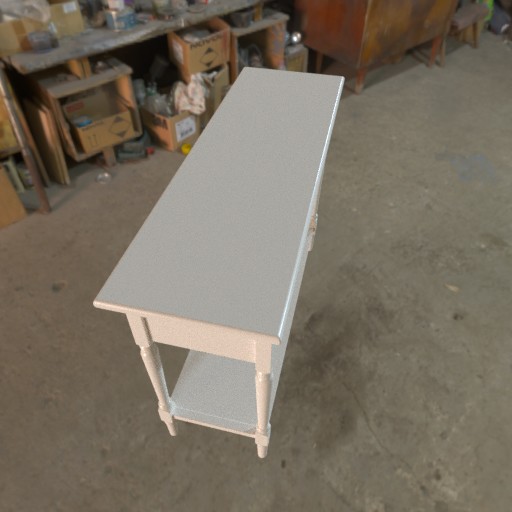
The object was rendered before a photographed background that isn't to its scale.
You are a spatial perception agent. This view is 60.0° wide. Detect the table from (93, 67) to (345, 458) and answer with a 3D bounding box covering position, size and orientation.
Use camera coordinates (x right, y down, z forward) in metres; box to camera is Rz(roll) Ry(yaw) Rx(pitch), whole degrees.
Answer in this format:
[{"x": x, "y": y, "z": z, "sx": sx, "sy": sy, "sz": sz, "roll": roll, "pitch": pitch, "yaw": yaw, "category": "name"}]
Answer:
[{"x": 0.000, "y": 0.000, "z": 1.548, "sx": 0.386, "sy": 0.814, "sz": 1.191, "roll": 10, "pitch": 46, "yaw": 10, "category": "table"}]
